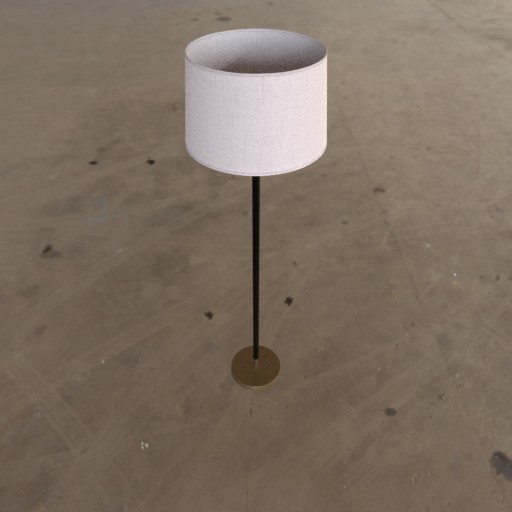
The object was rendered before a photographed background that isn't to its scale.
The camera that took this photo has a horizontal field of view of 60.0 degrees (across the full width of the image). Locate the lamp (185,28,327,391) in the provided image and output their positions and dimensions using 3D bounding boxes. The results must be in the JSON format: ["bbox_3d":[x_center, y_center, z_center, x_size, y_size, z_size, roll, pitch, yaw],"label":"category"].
[{"bbox_3d":[0.000,0.000,1.635,0.420,1.447,0.420,0,42,0],"label":"lamp"}]
